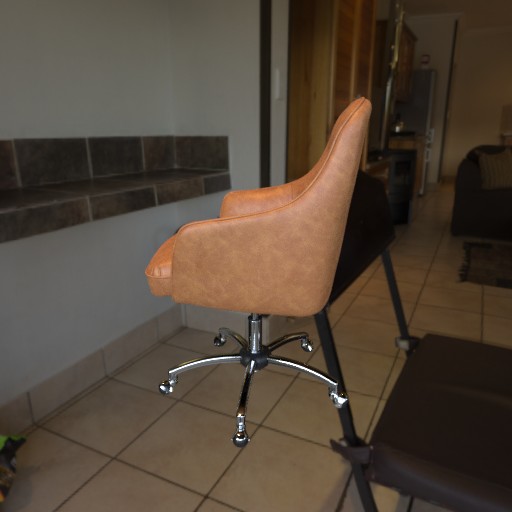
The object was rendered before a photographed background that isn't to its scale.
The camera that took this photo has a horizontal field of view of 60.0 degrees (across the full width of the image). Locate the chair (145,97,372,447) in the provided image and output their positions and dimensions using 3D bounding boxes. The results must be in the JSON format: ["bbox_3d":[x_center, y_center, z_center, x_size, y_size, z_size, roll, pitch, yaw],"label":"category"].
[{"bbox_3d":[0.000,0.000,1.359,0.615,0.909,0.628,2,16,7],"label":"chair"}]
